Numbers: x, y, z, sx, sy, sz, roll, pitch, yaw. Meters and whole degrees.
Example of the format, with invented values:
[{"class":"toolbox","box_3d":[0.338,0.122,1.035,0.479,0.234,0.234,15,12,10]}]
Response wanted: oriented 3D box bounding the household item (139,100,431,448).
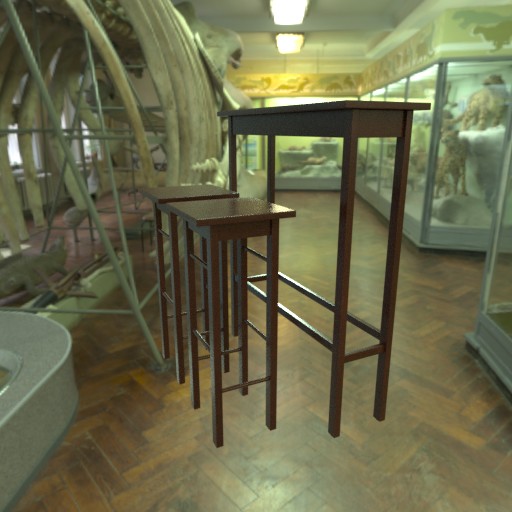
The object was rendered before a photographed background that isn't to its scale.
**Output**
[{"class":"household item","box_3d":[0.000,0.000,1.673,0.676,1.067,0.914,-8,18,-25]}]
